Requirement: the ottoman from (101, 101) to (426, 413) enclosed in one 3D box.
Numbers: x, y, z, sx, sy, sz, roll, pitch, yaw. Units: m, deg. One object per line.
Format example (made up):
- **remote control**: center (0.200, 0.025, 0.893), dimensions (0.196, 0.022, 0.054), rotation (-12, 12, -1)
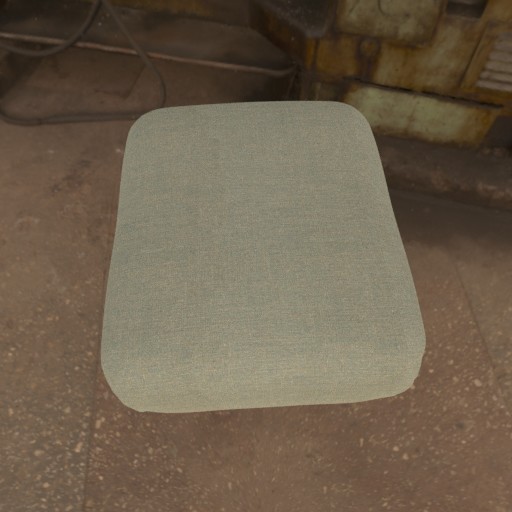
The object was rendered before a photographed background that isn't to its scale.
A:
- **ottoman**: center (0.000, 0.000, 1.101), dimensions (0.622, 0.450, 0.747), rotation (-3, 59, -2)
